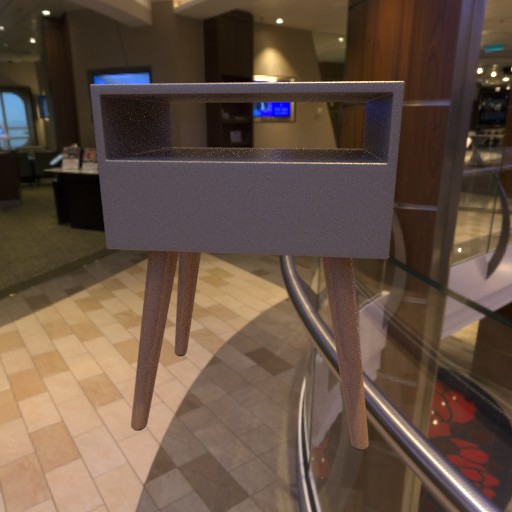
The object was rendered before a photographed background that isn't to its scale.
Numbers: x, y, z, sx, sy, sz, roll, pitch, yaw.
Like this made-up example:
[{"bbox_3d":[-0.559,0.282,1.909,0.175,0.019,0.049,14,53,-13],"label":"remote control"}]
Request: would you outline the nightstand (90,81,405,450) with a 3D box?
[{"bbox_3d":[0.000,0.000,0.725,0.370,0.508,0.288,2,17,7],"label":"nightstand"}]
